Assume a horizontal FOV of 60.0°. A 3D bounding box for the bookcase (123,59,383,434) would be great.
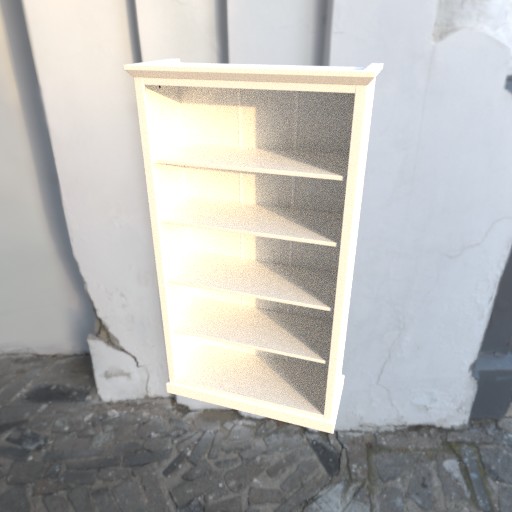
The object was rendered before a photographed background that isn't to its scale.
[{"bbox_3d":[0.000,0.000,2.360,1.050,1.880,0.432,8,29,16],"label":"bookcase"}]
